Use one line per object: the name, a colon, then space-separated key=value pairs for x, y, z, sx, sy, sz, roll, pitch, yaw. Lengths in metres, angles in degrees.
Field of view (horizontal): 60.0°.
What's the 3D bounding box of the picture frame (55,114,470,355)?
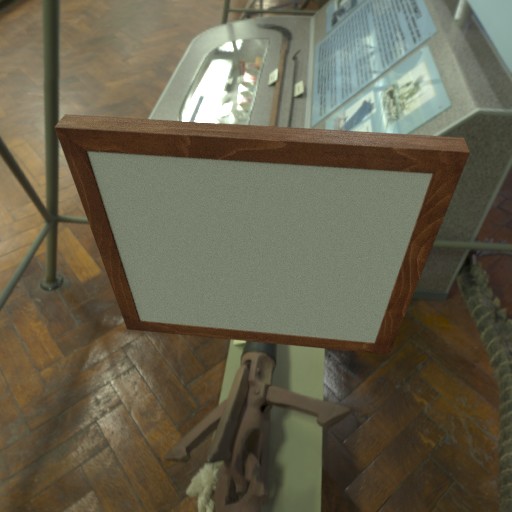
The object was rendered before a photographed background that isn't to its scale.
picture frame: x=0.000 y=0.000 z=0.531 sx=0.381 sy=0.330 sz=0.025 roll=5 pitch=46 yaw=5
